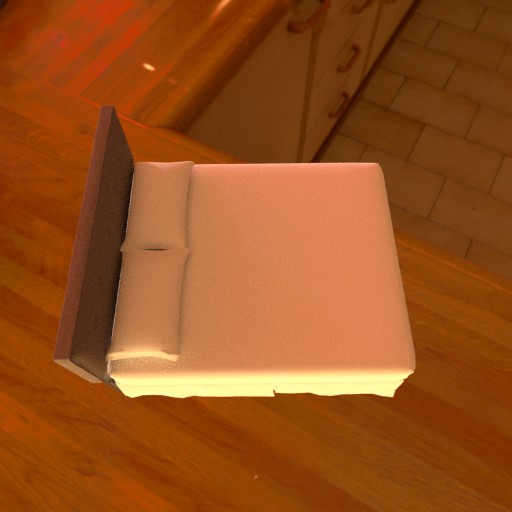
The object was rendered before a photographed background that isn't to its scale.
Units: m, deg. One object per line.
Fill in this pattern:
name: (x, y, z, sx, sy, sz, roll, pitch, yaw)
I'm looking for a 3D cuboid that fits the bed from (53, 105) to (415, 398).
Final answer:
bed: (0.000, 0.000, 2.855, 1.894, 1.089, 1.610, -1, 64, 0)
